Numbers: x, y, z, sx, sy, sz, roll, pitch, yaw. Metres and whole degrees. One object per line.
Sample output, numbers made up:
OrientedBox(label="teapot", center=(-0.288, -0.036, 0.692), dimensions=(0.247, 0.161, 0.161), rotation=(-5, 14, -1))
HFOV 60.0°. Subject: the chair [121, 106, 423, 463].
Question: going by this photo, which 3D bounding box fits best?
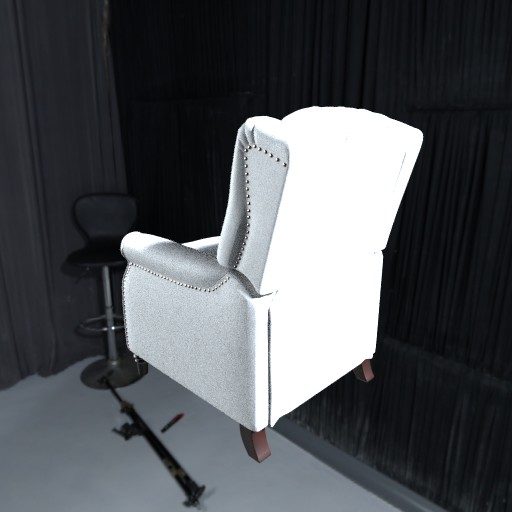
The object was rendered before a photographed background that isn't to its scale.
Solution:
OrientedBox(label="chair", center=(0.000, 0.000, 1.646), dimensions=(0.902, 1.035, 0.742), rotation=(16, 23, 42))
